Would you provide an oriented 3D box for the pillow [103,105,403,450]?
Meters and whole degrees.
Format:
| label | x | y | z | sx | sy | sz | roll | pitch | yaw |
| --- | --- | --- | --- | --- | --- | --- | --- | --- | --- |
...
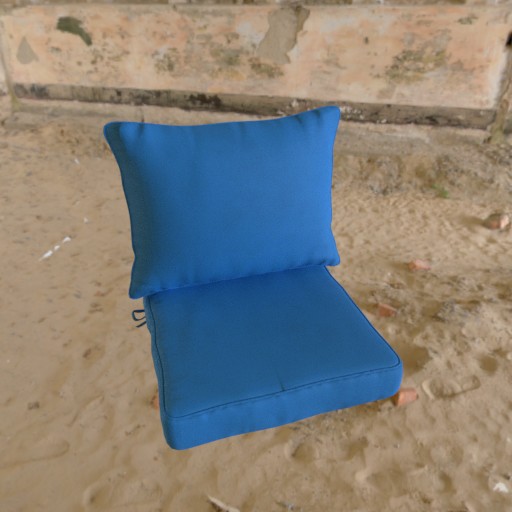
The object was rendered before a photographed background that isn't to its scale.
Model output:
| label | x | y | z | sx | sy | sz | roll | pitch | yaw |
| --- | --- | --- | --- | --- | --- | --- | --- | --- | --- |
| pillow | 0.000 | 0.000 | 1.345 | 0.798 | 0.725 | 0.733 | -9 | 32 | -14 |
